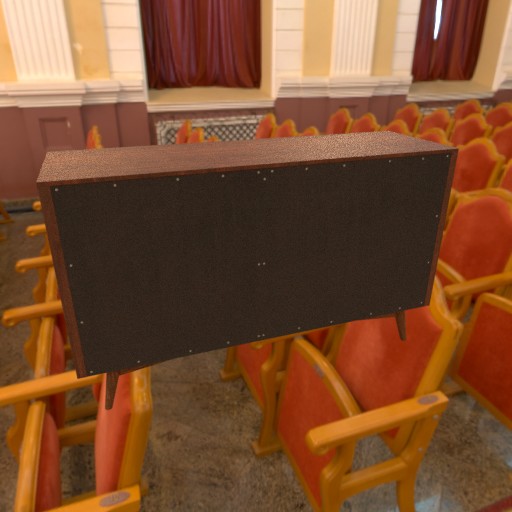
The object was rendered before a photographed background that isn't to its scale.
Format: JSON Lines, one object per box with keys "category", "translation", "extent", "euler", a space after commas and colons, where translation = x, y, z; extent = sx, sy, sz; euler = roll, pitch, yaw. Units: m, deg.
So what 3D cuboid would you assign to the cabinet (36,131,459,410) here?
{"category": "cabinet", "translation": [0.000, 0.000, 1.977], "extent": [1.575, 0.940, 0.505], "euler": [-8, 26, -18]}
